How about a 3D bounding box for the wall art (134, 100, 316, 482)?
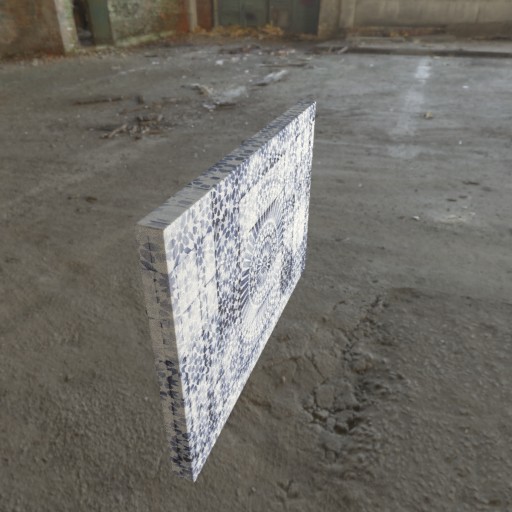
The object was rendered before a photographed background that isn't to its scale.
[{"bbox_3d":[0.000,0.000,1.162,0.057,0.608,0.911,11,33,17],"label":"wall art"}]
